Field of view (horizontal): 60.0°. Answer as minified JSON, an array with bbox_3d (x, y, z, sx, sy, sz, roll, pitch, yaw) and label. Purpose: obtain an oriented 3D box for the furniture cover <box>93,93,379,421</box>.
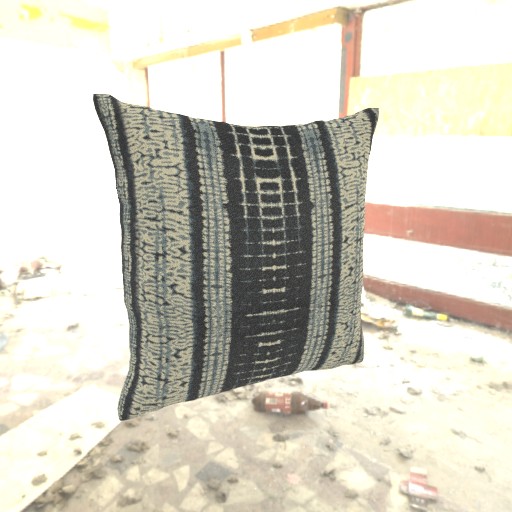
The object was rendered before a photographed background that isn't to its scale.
[{"bbox_3d":[0.000,0.000,0.655,0.425,0.435,0.133,-7,15,-25],"label":"furniture cover"}]
